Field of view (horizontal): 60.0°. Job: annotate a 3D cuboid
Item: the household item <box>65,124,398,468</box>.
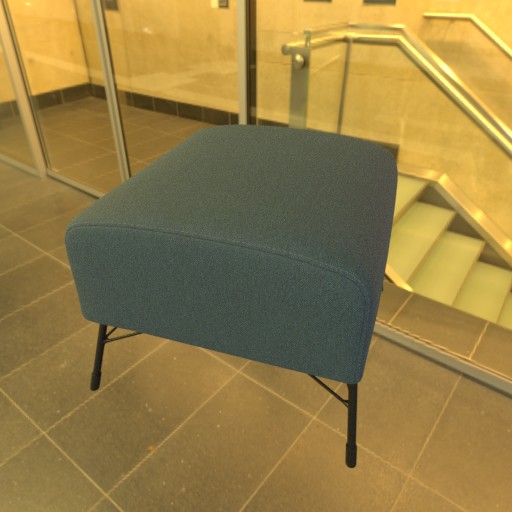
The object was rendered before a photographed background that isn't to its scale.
[{"bbox_3d":[0.000,0.000,0.911,0.530,0.420,0.530,10,34,15],"label":"household item"}]
